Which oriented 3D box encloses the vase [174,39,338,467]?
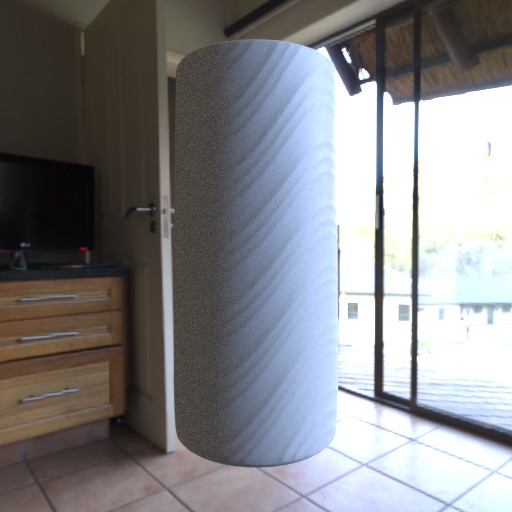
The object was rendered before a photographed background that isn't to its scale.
[{"bbox_3d":[0.000,0.000,0.390,0.143,0.316,0.143,0,1,0],"label":"vase"}]
